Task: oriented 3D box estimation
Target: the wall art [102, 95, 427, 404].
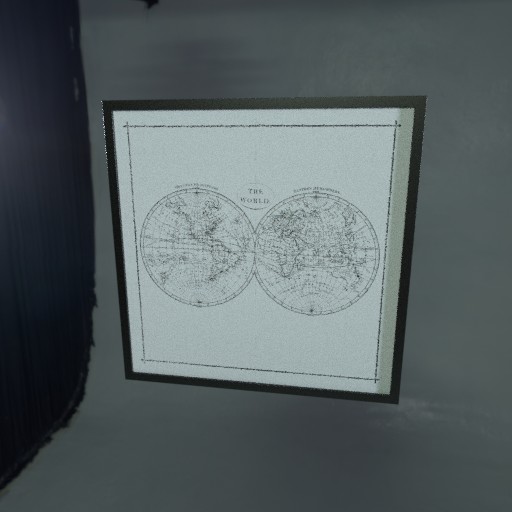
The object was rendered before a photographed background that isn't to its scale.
[{"bbox_3d":[0.000,0.000,1.155,0.773,0.775,0.031,2,15,9],"label":"wall art"}]
